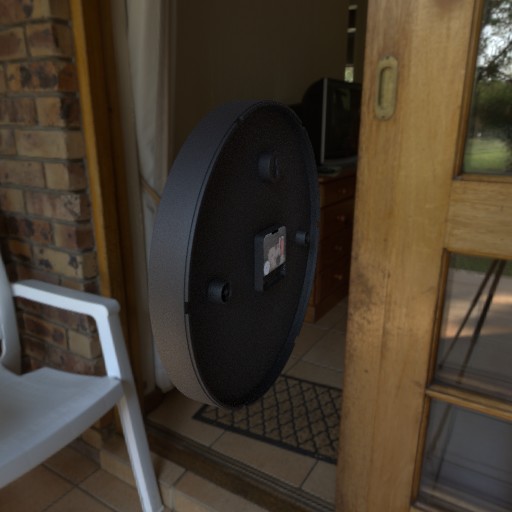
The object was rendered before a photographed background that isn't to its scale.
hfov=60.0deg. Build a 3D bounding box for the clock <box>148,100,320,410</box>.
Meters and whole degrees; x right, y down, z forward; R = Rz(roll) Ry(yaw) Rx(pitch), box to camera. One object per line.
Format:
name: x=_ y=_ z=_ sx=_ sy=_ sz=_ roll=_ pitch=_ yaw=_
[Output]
clock: x=0.000 y=0.000 z=0.442 sx=0.040 sy=0.293 sz=0.293 roll=8 pitch=19 yaw=25
